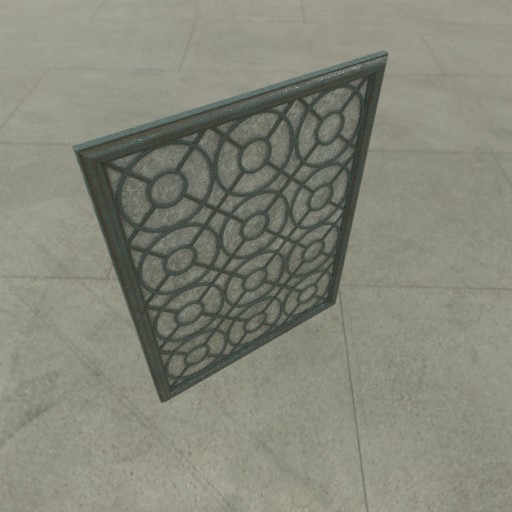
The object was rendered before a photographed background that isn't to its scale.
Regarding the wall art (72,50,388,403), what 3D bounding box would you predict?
[{"bbox_3d":[0.000,0.000,1.282,0.767,0.983,0.030,-26,51,-22],"label":"wall art"}]
